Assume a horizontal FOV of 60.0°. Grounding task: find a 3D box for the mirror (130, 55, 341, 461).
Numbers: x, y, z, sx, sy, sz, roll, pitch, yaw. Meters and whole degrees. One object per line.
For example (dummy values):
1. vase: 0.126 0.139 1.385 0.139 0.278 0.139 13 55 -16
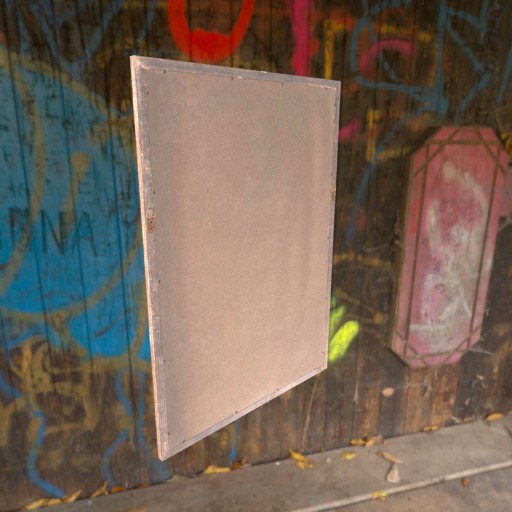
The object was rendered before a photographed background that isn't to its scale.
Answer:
1. mirror: 0.000 0.000 1.284 0.705 0.996 0.025 -14 21 -41
